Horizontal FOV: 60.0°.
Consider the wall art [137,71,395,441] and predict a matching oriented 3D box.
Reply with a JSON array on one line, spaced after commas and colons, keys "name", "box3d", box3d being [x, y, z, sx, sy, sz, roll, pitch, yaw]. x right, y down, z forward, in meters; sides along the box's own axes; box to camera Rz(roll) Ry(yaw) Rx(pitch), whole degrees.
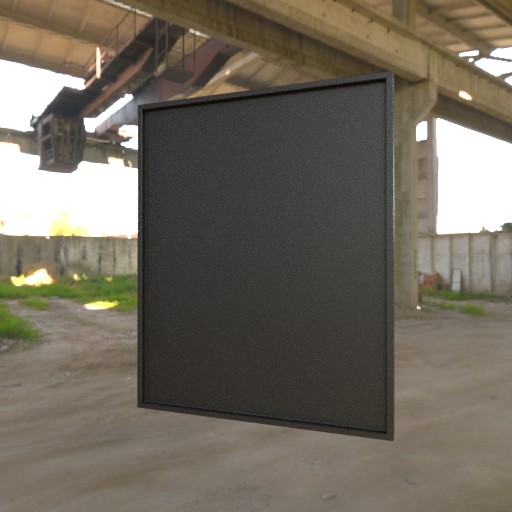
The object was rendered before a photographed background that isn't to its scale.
[{"name": "wall art", "box3d": [0.000, 0.000, 0.756, 0.449, 0.555, 0.039, 0, 0, 19]}]
